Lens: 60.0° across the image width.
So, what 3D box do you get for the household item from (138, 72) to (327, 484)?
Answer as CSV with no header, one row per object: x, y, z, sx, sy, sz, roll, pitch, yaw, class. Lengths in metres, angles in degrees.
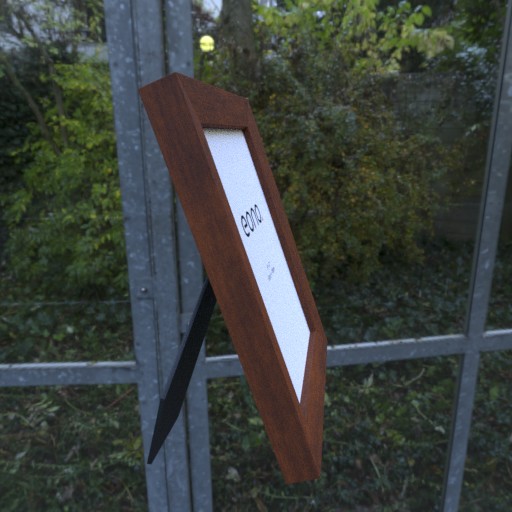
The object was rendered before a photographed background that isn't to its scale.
0.000,0.000,0.288,0.096,0.204,0.160,3,16,10,household item
